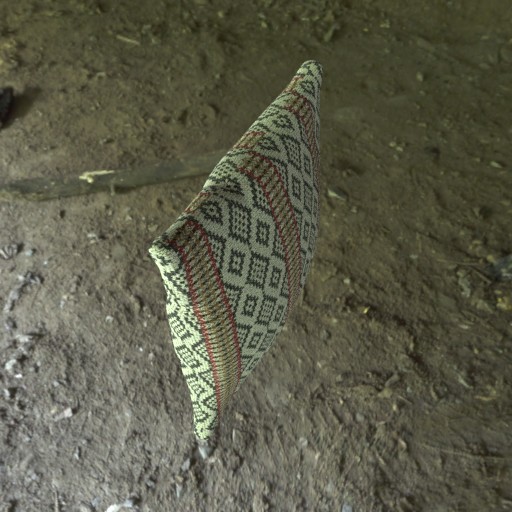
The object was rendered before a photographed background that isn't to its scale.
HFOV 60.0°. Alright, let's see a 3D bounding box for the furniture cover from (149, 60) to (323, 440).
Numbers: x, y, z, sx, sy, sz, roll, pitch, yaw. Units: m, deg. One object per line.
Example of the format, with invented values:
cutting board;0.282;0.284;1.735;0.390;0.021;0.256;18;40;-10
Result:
furniture cover;0.000;0.000;0.792;0.182;0.506;0.503;18;49;16
